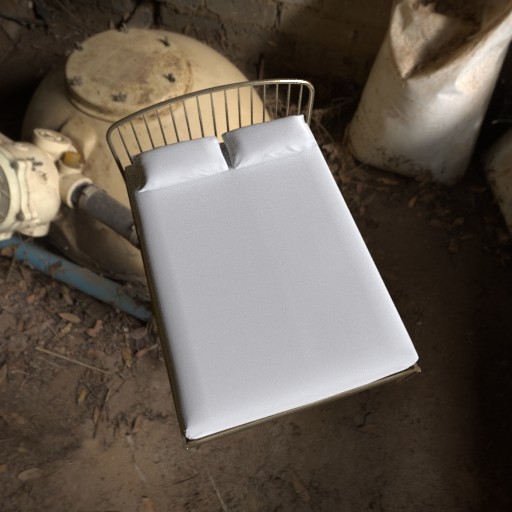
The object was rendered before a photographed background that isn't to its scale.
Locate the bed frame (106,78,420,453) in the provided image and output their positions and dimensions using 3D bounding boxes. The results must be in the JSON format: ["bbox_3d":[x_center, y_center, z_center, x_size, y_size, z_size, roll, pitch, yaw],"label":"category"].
[{"bbox_3d":[0.000,0.000,3.161,1.612,1.175,2.152,-16,65,-8],"label":"bed frame"}]
